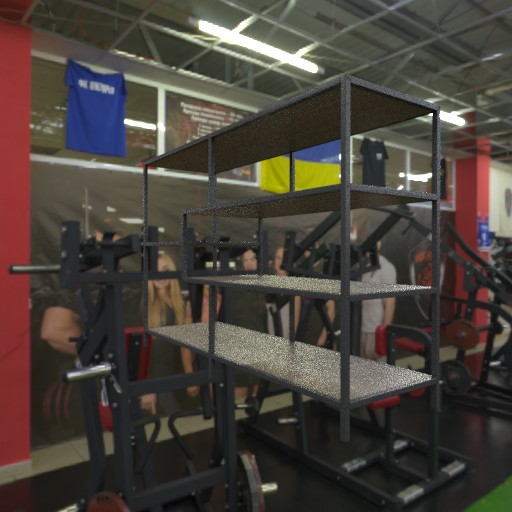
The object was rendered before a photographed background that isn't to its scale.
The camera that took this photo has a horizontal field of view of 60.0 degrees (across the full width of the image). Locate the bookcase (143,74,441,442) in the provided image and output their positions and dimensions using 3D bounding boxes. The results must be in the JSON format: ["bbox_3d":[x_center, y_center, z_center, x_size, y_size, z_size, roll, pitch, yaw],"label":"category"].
[{"bbox_3d":[0.000,0.000,1.503,0.350,0.780,1.140,0,1,-36],"label":"bookcase"}]
